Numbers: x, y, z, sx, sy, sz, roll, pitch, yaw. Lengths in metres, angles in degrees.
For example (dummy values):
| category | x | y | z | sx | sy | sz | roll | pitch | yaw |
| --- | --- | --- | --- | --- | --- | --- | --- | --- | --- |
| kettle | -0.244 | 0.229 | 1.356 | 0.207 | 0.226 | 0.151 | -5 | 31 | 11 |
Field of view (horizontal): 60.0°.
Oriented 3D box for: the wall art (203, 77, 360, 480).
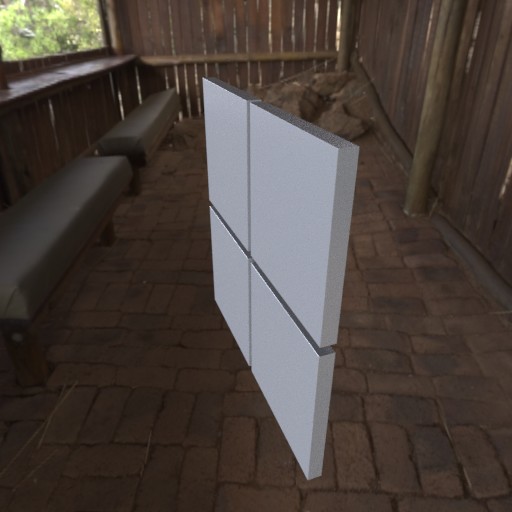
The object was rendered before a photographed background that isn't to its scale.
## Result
| category | x | y | z | sx | sy | sz | roll | pitch | yaw |
| --- | --- | --- | --- | --- | --- | --- | --- | --- | --- |
| wall art | 0.000 | 0.000 | 0.911 | 0.029 | 0.611 | 0.611 | -11 | 31 | -18 |
